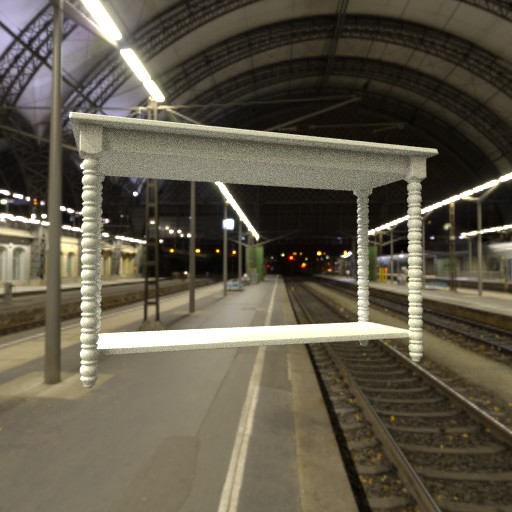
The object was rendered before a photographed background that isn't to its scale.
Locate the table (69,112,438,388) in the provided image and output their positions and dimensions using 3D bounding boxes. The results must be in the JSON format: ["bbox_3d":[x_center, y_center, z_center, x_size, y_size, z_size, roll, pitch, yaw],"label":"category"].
[{"bbox_3d":[0.000,0.000,1.554,1.184,0.740,0.459,1,-2,-18],"label":"table"}]
